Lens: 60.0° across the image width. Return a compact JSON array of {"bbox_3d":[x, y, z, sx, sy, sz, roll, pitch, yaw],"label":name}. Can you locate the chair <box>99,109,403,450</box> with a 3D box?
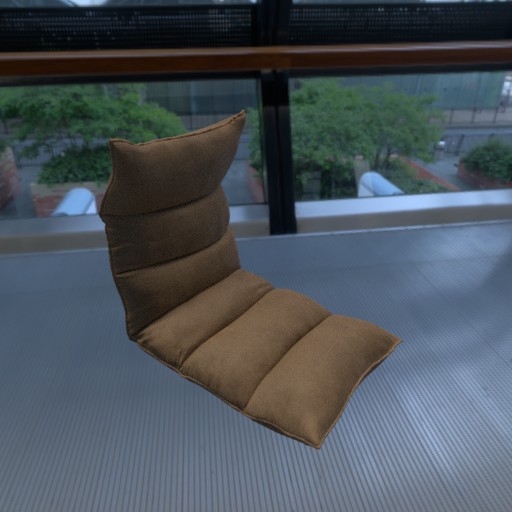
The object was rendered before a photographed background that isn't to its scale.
[{"bbox_3d":[0.000,0.000,1.627,0.985,0.892,0.714,19,32,33],"label":"chair"}]
